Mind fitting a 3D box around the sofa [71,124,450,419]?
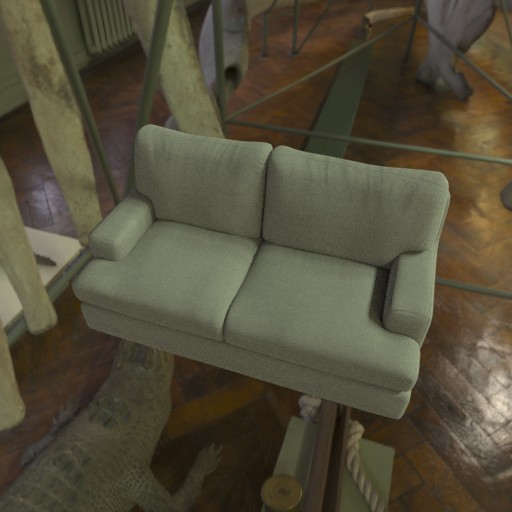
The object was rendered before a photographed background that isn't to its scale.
[{"bbox_3d":[0.000,0.000,2.422,1.855,0.980,0.962,13,44,14],"label":"sofa"}]
